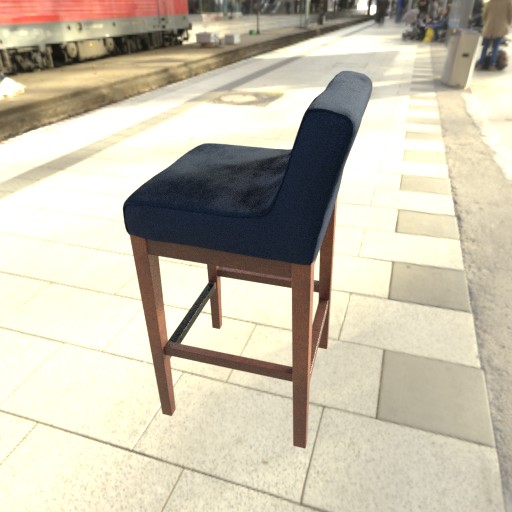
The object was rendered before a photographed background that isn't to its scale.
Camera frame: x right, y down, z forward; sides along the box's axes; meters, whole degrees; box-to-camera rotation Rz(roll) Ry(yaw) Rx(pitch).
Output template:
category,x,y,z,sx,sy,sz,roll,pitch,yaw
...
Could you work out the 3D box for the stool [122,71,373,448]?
category,x,y,z,sx,sy,sz,roll,pitch,yaw
stool,0.000,0.000,1.262,0.516,0.945,0.511,8,31,14
